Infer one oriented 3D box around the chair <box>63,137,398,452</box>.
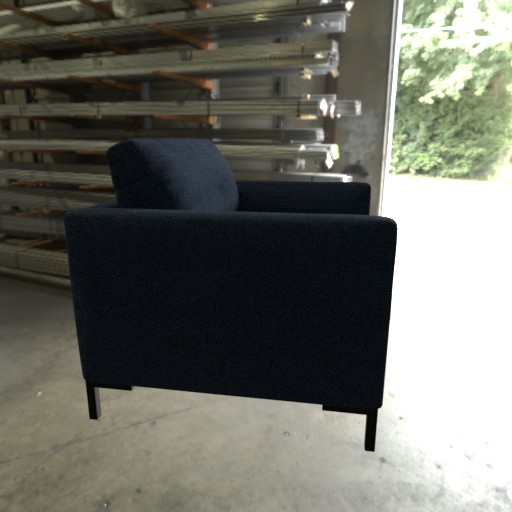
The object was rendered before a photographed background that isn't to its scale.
[{"bbox_3d":[0.000,0.000,1.574,0.875,0.812,0.964,3,15,10],"label":"chair"}]
